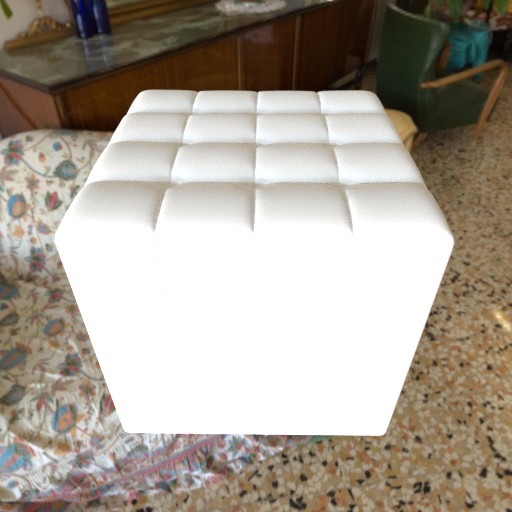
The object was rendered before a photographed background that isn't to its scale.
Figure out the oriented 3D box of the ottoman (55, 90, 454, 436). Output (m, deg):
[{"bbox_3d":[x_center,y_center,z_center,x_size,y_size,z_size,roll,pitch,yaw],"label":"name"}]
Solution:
[{"bbox_3d":[0.000,0.000,0.751,0.425,0.432,0.425,0,40,0],"label":"ottoman"}]
